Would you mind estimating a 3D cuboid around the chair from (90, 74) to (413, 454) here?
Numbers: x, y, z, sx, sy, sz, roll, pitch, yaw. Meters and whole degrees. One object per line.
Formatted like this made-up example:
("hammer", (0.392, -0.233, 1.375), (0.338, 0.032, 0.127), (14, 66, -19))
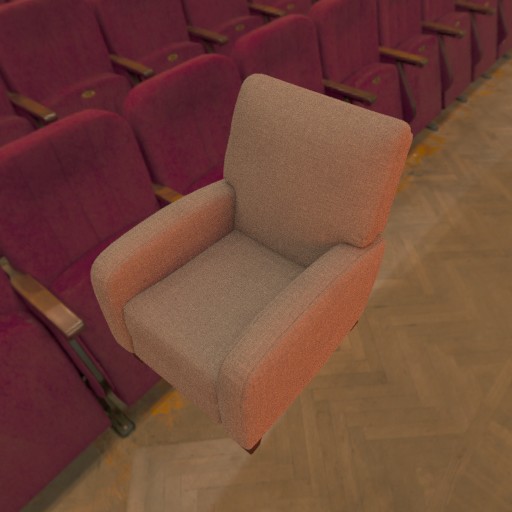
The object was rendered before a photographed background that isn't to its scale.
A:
("chair", (0.000, 0.000, 1.661), (0.762, 0.990, 0.990), (30, 52, 27))
